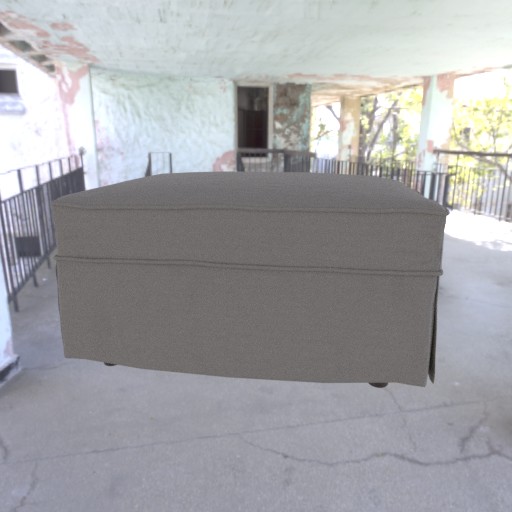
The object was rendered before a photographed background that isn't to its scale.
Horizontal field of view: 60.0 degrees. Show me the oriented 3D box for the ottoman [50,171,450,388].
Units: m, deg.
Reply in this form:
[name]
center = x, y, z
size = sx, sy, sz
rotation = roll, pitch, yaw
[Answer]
[ottoman]
center = 0.000, 0.000, 1.320
size = 0.944, 0.479, 0.703
rotation = 2, 15, 8
